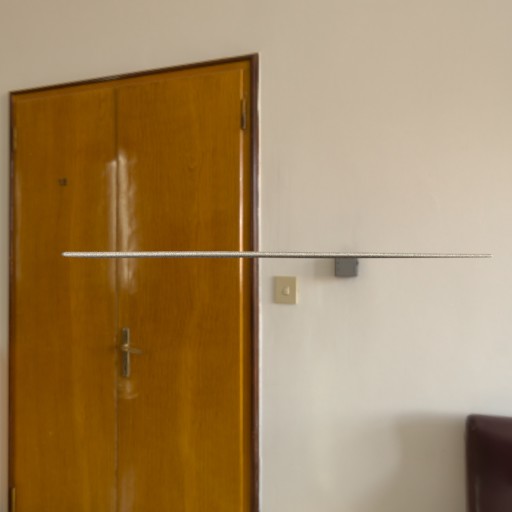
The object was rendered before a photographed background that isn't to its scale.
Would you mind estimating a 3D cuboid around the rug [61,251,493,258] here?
[{"bbox_3d":[0.000,0.000,4.084,3.017,0.035,2.472,0,-1,-17],"label":"rug"}]
